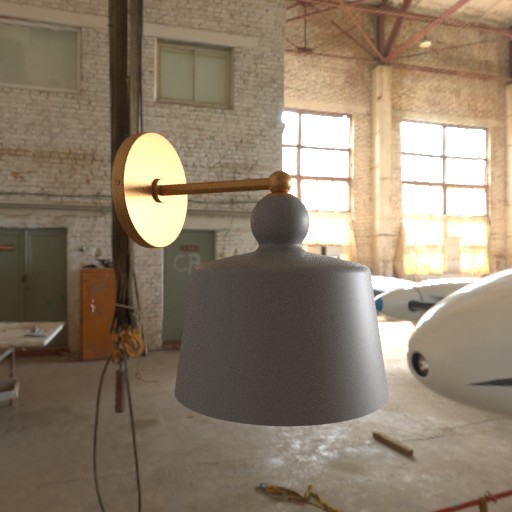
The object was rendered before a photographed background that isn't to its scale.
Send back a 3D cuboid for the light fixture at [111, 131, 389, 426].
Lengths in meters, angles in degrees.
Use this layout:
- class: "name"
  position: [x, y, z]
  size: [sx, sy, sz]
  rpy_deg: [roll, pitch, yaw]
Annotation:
- class: "light fixture"
  position: [0.000, 0.000, 0.444]
  size: [0.254, 0.268, 0.204]
  rpy_deg: [0, 0, 21]
